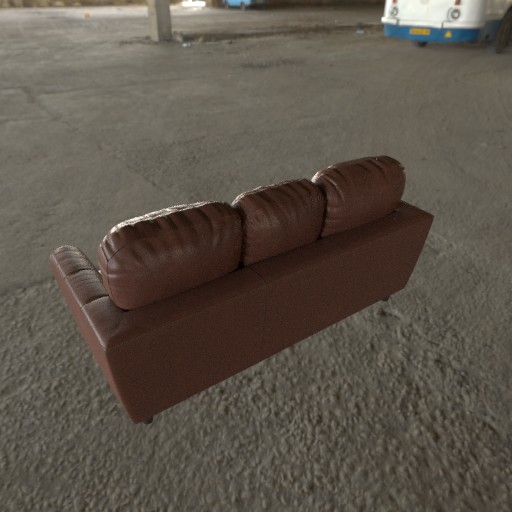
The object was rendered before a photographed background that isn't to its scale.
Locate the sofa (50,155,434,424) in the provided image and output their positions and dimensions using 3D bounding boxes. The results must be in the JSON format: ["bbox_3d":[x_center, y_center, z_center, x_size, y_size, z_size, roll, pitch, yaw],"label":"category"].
[{"bbox_3d":[0.000,0.000,2.340,1.862,0.915,0.802,-20,37,-29],"label":"sofa"}]
